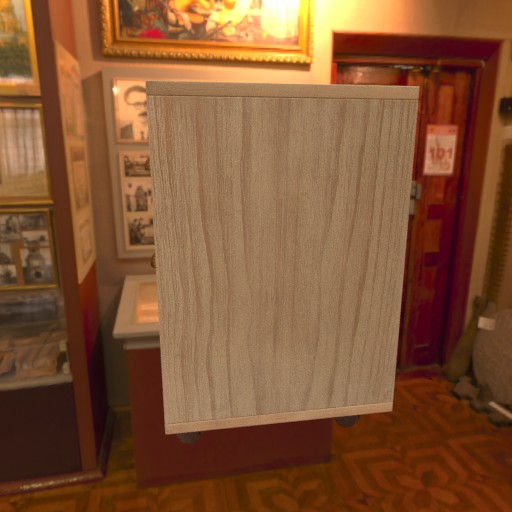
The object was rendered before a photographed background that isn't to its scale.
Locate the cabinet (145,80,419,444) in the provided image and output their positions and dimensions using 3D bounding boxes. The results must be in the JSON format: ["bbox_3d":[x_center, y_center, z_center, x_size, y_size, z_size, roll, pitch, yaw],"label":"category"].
[{"bbox_3d":[0.000,0.000,0.861,0.401,0.579,0.409,-2,14,-9],"label":"cabinet"}]
